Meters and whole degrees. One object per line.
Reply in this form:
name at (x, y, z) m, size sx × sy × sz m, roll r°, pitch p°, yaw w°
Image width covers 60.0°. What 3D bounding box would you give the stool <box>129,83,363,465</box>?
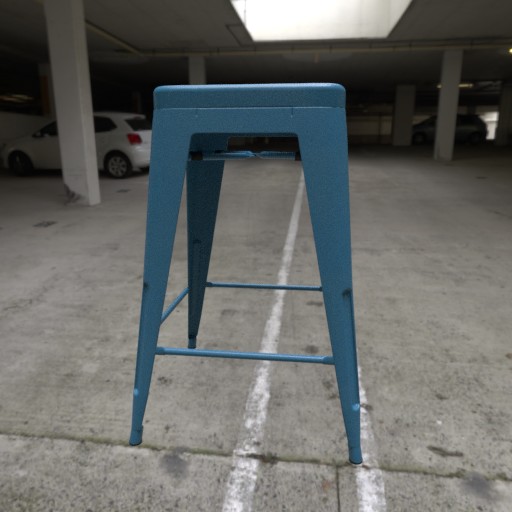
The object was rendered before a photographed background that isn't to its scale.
stool at (0.000, 0.000, 0.885) m, size 0.410 × 0.608 × 0.410 m, roll 2°, pitch 14°, yaw 7°
